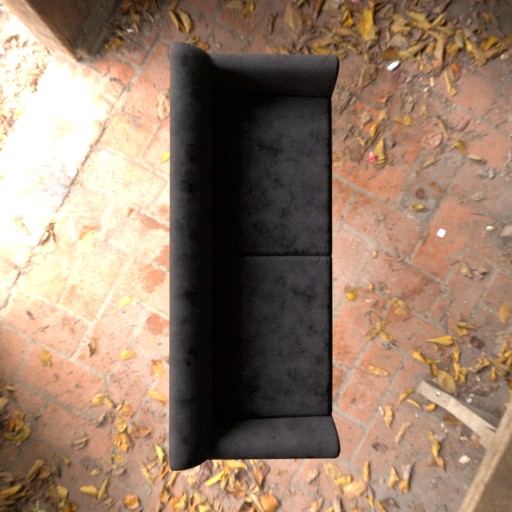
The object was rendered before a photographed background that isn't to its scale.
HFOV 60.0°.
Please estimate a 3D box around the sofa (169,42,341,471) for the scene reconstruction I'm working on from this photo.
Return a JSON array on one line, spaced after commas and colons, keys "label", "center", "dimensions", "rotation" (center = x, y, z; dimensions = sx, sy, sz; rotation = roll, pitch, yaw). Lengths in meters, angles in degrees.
[{"label": "sofa", "center": [0.000, 0.000, 2.594], "dimensions": [0.900, 0.740, 2.190], "rotation": [0, 89, -1]}]
